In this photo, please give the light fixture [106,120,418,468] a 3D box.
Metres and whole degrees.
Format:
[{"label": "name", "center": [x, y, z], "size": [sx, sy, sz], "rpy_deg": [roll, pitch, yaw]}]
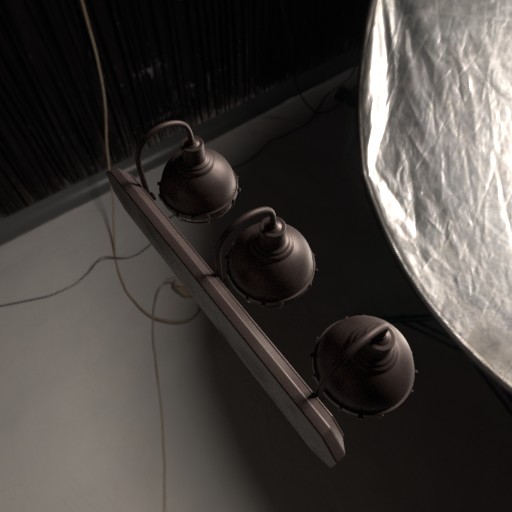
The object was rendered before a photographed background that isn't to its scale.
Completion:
[{"label": "light fixture", "center": [0.000, 0.000, 0.747], "size": [0.229, 0.254, 0.634], "rpy_deg": [-33, 63, -19]}]
